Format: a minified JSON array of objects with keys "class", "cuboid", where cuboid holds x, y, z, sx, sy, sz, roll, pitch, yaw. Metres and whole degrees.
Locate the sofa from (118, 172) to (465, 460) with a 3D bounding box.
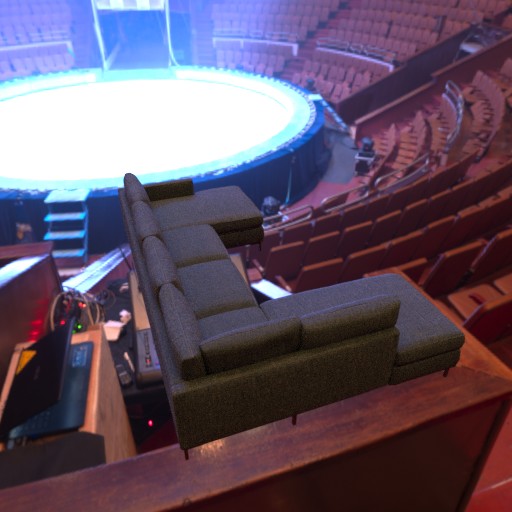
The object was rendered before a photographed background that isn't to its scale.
[{"class":"sofa","cuboid":[0.000,0.000,3.612,1.879,0.753,2.737,-11,34,-17]}]
